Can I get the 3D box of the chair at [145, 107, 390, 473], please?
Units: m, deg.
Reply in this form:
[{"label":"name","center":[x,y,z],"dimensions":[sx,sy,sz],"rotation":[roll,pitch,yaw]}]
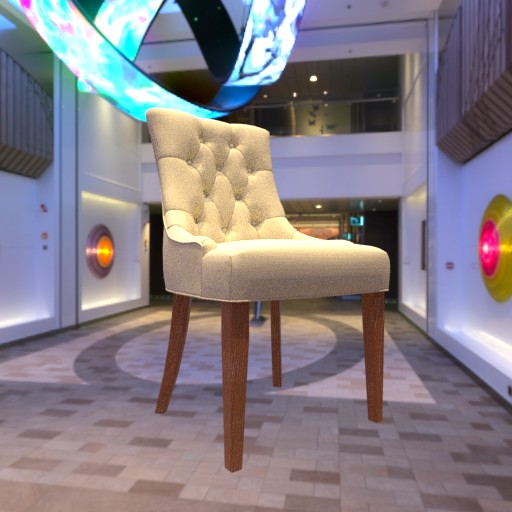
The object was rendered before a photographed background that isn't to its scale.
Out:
[{"label":"chair","center":[0.000,0.000,1.226],"dimensions":[0.509,0.874,0.565],"rotation":[0,0,-36]}]
